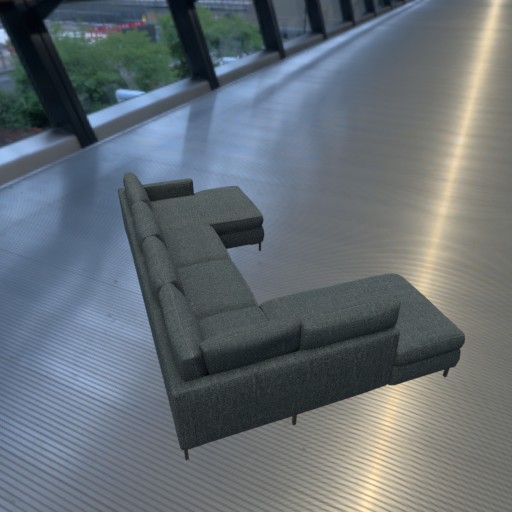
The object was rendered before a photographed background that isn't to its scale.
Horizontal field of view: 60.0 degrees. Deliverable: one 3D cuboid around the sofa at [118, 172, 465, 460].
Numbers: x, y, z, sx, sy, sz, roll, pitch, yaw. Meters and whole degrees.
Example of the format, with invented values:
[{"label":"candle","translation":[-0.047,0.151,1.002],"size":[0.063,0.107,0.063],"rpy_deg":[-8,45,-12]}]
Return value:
[{"label":"sofa","translation":[0.000,0.000,3.612],"size":[1.879,0.753,2.737],"rpy_deg":[-11,34,-17]}]
